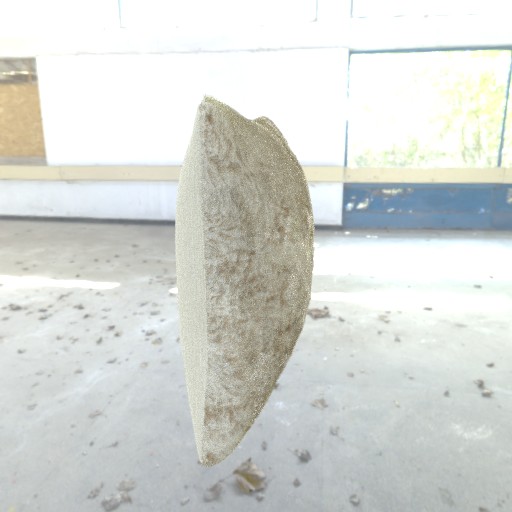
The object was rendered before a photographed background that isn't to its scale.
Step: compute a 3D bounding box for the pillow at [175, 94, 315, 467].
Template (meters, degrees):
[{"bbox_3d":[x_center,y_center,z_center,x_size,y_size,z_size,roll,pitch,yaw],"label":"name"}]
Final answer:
[{"bbox_3d":[0.000,0.000,0.821,0.216,0.525,0.538,3,15,9],"label":"pillow"}]
